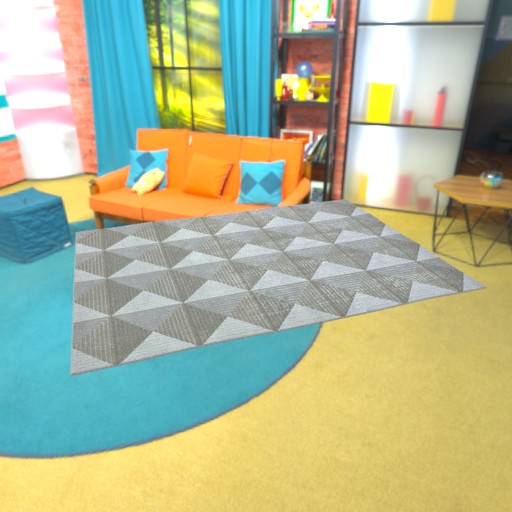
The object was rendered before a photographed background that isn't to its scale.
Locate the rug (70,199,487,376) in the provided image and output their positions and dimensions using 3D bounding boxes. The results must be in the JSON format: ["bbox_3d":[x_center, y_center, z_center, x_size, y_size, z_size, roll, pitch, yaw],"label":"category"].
[{"bbox_3d":[0.000,0.000,4.319,3.333,0.027,2.428,-9,28,-17],"label":"rug"}]
